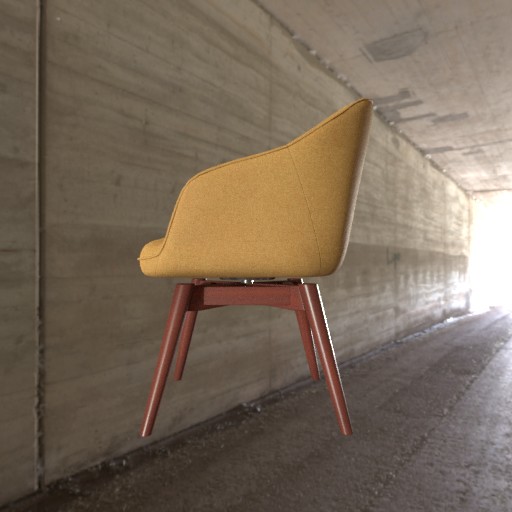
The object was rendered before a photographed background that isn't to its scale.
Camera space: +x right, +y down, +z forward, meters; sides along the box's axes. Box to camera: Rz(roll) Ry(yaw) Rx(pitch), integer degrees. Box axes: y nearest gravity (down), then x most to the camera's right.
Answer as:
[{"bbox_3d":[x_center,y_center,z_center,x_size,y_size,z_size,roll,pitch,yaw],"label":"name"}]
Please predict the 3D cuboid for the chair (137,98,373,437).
[{"bbox_3d":[0.000,0.000,1.258,0.635,0.823,0.596,0,0,-1],"label":"chair"}]
